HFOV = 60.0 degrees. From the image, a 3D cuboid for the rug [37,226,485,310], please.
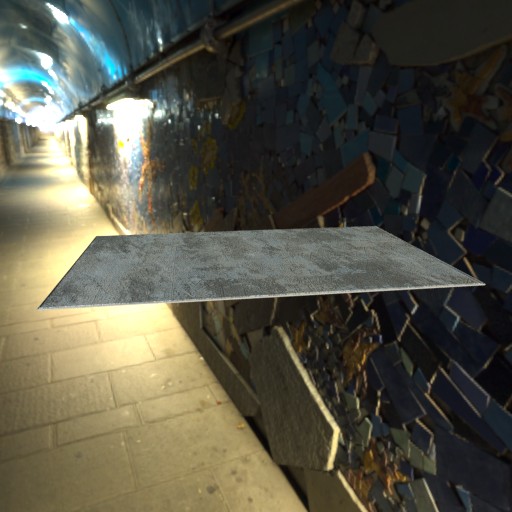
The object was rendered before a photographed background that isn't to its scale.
[{"bbox_3d":[0.000,0.000,3.097,2.431,0.012,1.536,-2,17,-8],"label":"rug"}]
